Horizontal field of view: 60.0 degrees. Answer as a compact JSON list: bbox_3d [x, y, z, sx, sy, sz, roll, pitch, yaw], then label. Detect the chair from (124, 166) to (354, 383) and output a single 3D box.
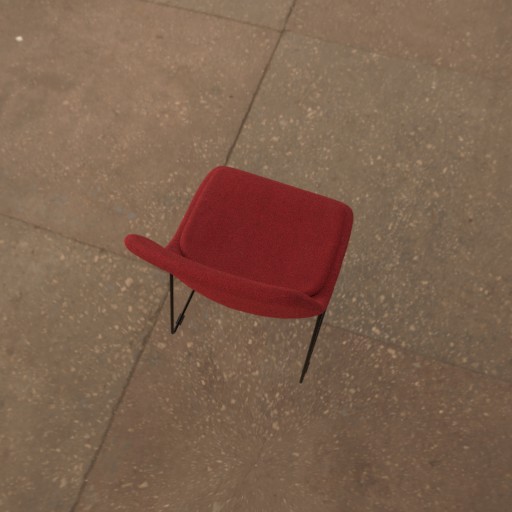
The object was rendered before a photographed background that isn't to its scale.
[{"bbox_3d":[0.000,0.000,1.191,0.479,0.858,0.518,19,66,9],"label":"chair"}]
